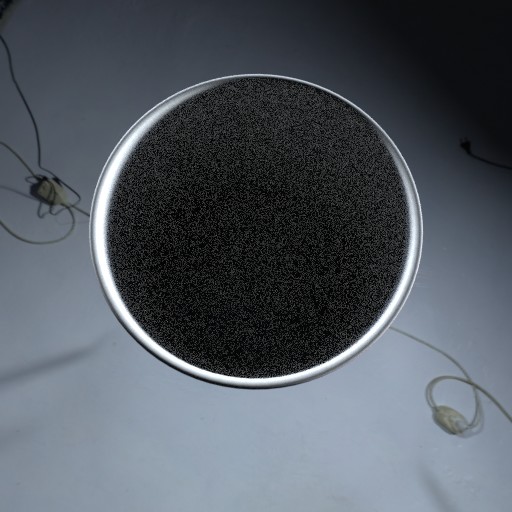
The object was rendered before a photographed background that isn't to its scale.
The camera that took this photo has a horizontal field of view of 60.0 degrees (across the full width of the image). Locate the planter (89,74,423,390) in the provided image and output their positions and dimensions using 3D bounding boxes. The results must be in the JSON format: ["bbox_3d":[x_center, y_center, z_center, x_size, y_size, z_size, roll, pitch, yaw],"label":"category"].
[{"bbox_3d":[0.000,0.000,0.777,0.440,0.398,0.440,0,75,0],"label":"planter"}]
